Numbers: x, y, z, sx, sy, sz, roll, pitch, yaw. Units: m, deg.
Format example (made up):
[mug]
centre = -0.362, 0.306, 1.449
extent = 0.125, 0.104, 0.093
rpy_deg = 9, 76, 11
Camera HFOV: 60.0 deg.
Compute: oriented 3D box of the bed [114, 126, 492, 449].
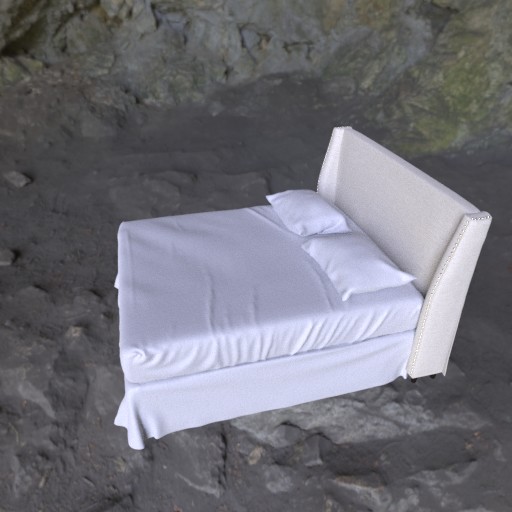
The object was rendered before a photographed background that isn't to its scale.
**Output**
[bed]
centre = 0.000, 0.000, 3.352
extent = 2.276, 1.332, 1.925
rpy_deg = -8, 33, -13
